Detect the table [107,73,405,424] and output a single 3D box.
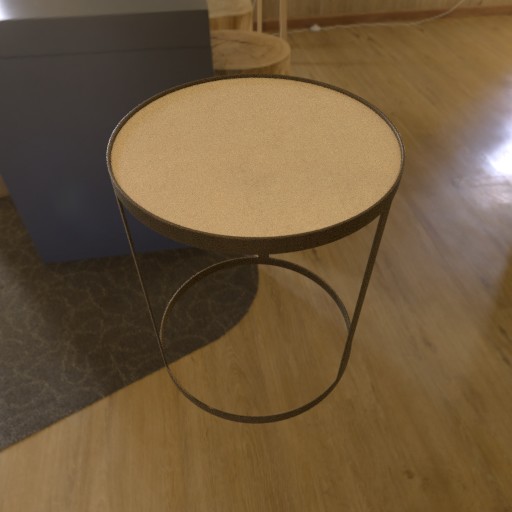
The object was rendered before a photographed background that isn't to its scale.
[{"bbox_3d":[0.000,0.000,0.934,0.480,0.565,0.480,0,46,0],"label":"table"}]
